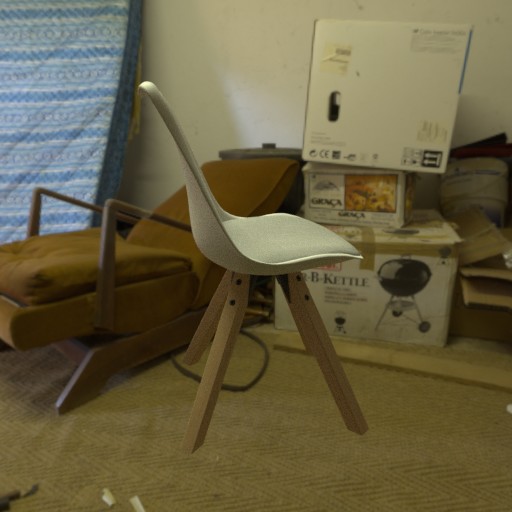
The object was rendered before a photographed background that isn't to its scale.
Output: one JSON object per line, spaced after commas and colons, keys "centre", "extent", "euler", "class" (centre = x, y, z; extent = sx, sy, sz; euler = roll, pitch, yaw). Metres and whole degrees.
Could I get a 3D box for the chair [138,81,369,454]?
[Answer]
{"centre": [0.000, 0.000, 1.188], "extent": [0.550, 0.850, 0.485], "euler": [-3, 17, -8], "class": "chair"}
